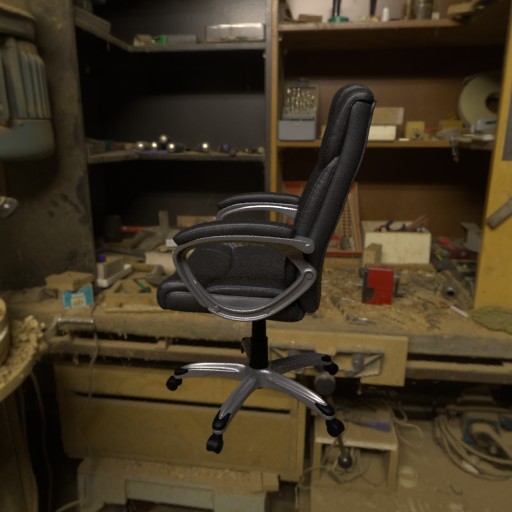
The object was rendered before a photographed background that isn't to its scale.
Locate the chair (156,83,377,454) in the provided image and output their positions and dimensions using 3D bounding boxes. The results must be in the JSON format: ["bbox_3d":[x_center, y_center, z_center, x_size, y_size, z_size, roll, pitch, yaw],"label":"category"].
[{"bbox_3d":[0.000,0.000,1.578,0.719,1.130,0.721,2,16,8],"label":"chair"}]
